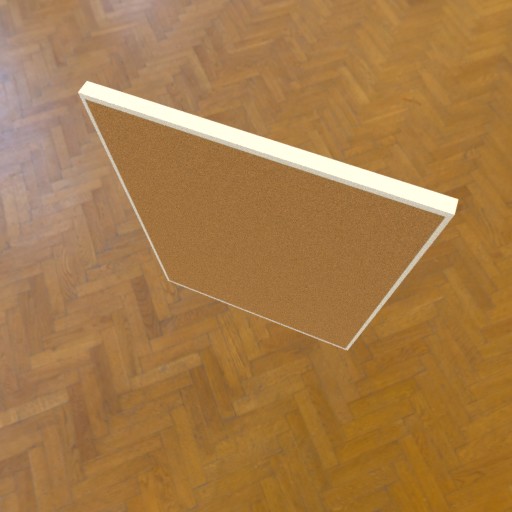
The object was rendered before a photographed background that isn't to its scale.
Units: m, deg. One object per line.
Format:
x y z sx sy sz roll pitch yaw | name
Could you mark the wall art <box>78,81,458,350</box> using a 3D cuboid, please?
0.000 0.000 1.351 0.795 1.050 0.039 20 66 9 | wall art
